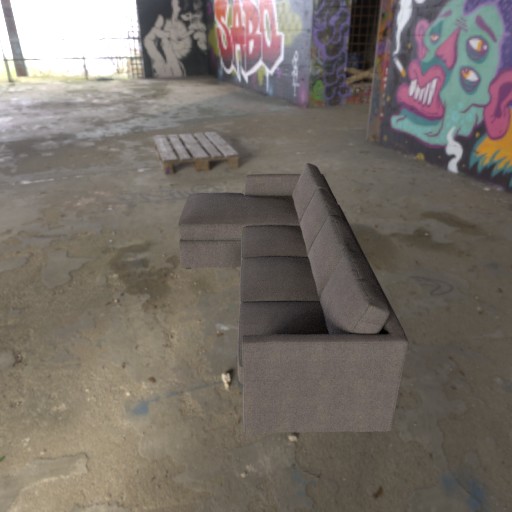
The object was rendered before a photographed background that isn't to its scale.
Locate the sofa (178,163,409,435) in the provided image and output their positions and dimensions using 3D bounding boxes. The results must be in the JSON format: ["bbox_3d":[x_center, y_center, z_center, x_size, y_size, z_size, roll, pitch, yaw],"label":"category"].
[{"bbox_3d":[0.000,0.000,3.961,1.650,0.922,3.205,0,27,-1],"label":"sofa"}]
